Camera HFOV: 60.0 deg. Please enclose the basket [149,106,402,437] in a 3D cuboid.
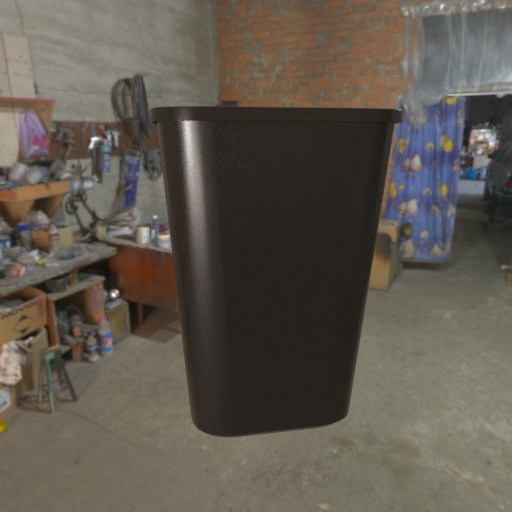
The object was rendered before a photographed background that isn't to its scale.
[{"bbox_3d":[0.000,0.000,0.511,0.211,0.307,0.300,-3,15,-10],"label":"basket"}]
